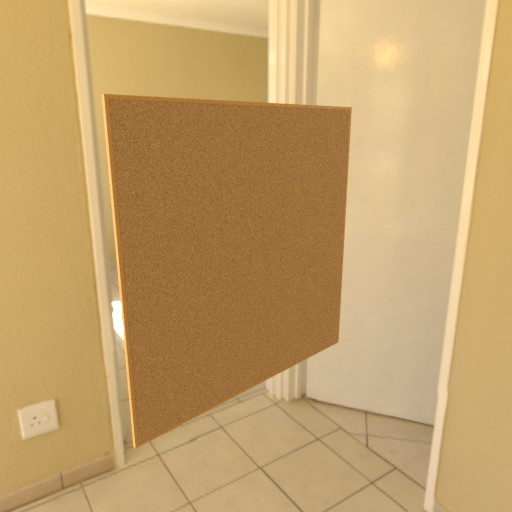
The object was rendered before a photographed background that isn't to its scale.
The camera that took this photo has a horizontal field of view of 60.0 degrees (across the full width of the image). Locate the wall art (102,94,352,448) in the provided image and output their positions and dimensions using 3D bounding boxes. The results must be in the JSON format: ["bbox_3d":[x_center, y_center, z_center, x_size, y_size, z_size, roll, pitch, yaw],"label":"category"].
[{"bbox_3d":[0.000,0.000,1.462,0.962,0.959,0.013,-15,22,-41],"label":"wall art"}]
